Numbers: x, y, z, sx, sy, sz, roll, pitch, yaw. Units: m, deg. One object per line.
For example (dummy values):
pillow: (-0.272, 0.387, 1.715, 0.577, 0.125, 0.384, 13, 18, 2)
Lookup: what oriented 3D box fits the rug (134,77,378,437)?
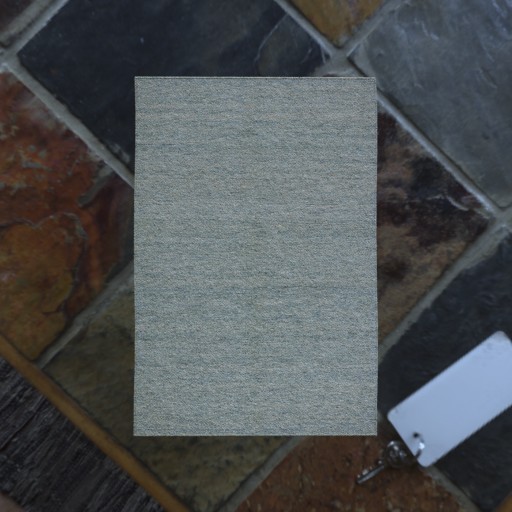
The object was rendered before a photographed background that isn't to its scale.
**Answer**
rug: (0.000, 0.000, 2.818, 1.547, 0.013, 2.283, 0, 89, 0)
